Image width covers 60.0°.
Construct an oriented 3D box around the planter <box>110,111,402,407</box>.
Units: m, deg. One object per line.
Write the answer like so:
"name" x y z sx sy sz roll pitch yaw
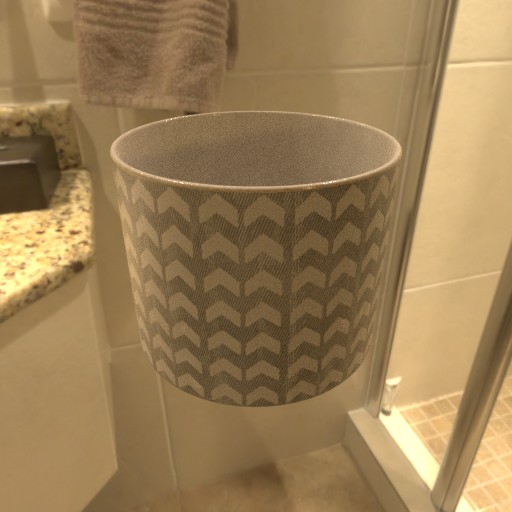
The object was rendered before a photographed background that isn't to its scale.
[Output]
"planter" 0.000 0.000 0.452 0.250 0.239 0.250 0 29 0
